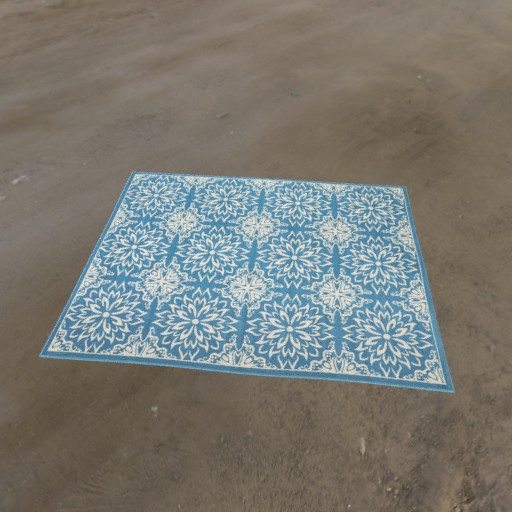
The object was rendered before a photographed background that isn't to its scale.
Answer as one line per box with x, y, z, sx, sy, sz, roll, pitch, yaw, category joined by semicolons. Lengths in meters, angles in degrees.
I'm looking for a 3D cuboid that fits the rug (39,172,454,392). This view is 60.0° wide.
0.000;0.000;3.960;2.964;0.018;2.350;4;46;4;rug
